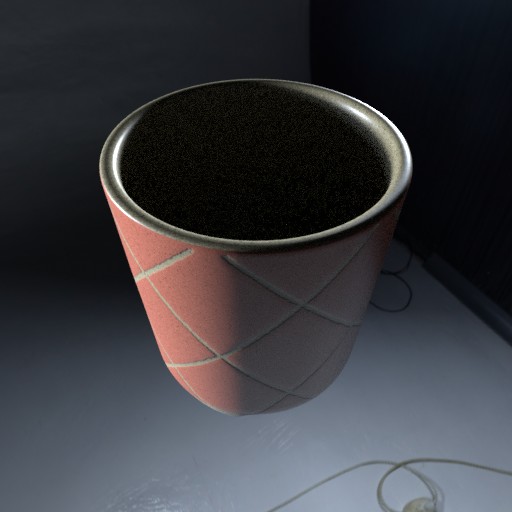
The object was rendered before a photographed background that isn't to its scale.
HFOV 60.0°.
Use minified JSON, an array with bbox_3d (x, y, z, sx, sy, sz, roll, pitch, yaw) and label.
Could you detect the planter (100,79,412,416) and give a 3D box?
[{"bbox_3d":[0.000,0.000,0.347,0.191,0.200,0.191,0,45,0],"label":"planter"}]
